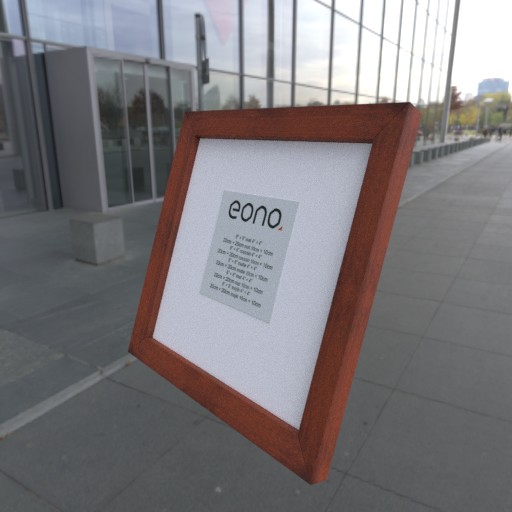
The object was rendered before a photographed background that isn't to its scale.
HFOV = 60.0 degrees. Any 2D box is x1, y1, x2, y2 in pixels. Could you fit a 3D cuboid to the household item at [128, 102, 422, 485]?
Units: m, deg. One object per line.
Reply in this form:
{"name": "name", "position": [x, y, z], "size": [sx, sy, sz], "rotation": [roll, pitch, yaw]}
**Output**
{"name": "household item", "position": [0.000, 0.000, 0.377], "size": [0.131, 0.240, 0.240], "rotation": [-15, 22, -41]}
